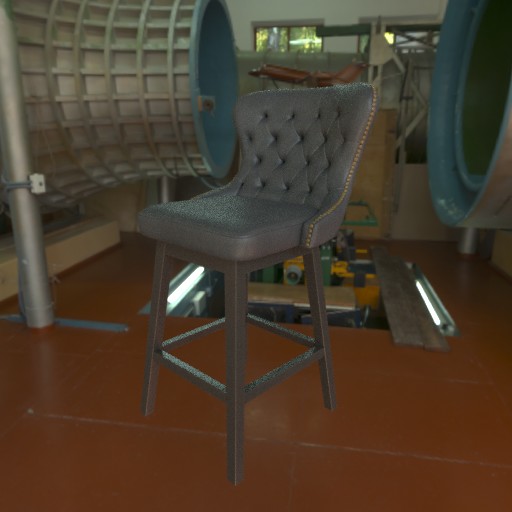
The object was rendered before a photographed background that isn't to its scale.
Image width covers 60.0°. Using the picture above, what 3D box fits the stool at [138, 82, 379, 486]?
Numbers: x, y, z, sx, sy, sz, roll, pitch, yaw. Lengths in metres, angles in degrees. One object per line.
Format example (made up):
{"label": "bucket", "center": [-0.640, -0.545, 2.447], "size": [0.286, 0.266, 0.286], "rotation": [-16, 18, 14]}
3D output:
{"label": "stool", "center": [0.000, 0.000, 1.305], "size": [0.528, 0.971, 0.593], "rotation": [15, 21, 42]}
